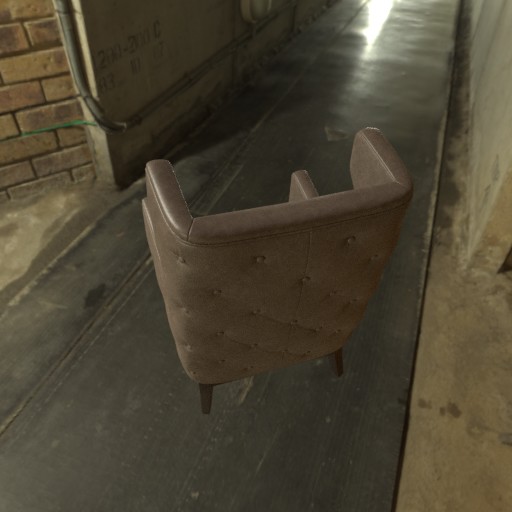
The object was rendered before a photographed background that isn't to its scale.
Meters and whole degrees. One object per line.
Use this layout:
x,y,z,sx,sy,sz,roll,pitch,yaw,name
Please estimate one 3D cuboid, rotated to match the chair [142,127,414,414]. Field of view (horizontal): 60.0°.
0.000,0.000,1.687,0.769,1.079,0.899,-12,44,-12,chair
